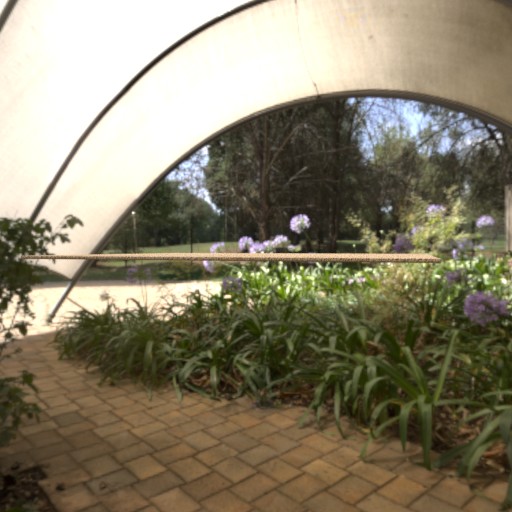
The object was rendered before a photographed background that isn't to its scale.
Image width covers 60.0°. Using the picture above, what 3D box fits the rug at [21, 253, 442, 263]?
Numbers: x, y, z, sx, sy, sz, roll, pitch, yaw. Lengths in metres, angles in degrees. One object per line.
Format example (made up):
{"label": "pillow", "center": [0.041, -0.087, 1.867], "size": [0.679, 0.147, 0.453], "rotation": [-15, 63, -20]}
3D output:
{"label": "rug", "center": [0.000, 0.000, 4.047], "size": [3.000, 0.025, 2.400], "rotation": [0, 1, 20]}
